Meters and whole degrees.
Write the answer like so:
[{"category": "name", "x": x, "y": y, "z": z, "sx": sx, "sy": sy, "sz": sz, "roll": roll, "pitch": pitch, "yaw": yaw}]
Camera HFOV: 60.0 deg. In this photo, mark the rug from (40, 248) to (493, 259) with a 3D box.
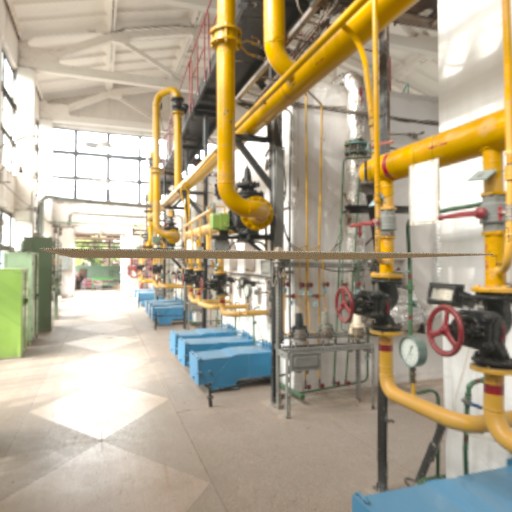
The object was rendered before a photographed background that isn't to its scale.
[{"category": "rug", "x": 0.000, "y": 0.000, "z": 2.161, "sx": 1.752, "sy": 0.006, "sz": 1.142, "roll": 0, "pitch": -2, "yaw": -18}]
